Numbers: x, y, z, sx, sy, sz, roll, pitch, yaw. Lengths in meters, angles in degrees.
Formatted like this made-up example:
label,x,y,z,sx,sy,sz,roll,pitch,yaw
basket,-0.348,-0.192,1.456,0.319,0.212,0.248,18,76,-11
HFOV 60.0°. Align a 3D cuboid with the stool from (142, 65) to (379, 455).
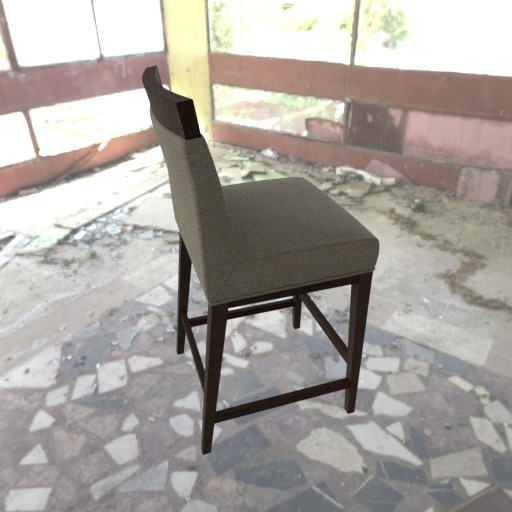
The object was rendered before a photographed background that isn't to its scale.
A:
label,x,y,z,sx,sy,sz,roll,pitch,yaw
stool,0.000,0.000,1.320,0.531,1.009,0.512,-9,31,-16
